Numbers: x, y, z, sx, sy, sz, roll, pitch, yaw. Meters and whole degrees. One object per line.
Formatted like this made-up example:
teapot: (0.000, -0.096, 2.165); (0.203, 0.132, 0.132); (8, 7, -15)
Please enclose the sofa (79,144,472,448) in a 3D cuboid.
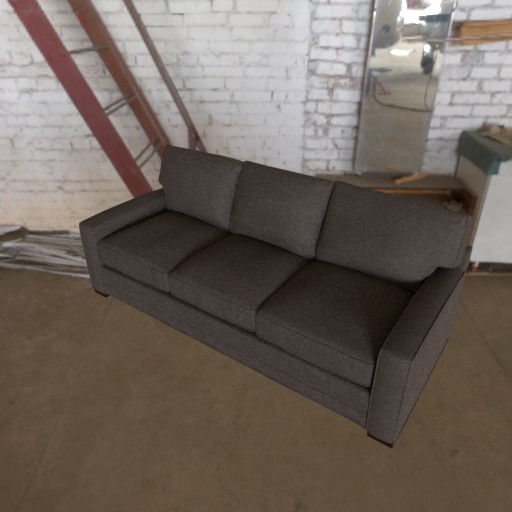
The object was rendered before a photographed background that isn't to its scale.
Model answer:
sofa: (0.000, 0.000, 2.887); (2.369, 0.978, 1.004); (20, 36, 30)
